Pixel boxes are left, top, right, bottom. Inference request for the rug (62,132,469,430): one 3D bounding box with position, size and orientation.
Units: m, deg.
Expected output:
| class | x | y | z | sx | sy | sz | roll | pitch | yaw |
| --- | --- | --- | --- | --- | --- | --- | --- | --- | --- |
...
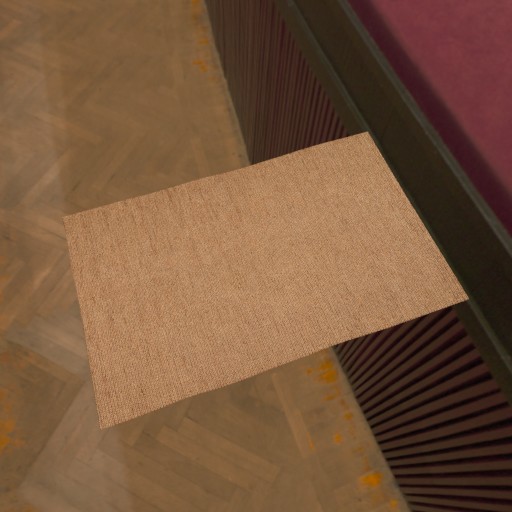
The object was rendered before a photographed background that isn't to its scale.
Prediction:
| class | x | y | z | sx | sy | sz | roll | pitch | yaw |
| --- | --- | --- | --- | --- | --- | --- | --- | --- | --- |
| rug | 0.000 | 0.000 | 3.063 | 2.439 | 0.011 | 1.533 | -17 | 65 | -9 |
